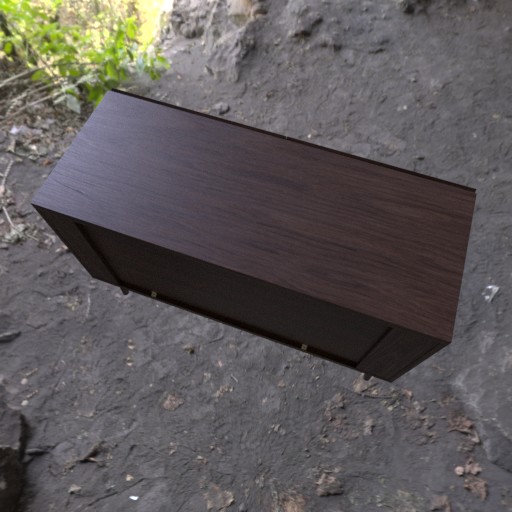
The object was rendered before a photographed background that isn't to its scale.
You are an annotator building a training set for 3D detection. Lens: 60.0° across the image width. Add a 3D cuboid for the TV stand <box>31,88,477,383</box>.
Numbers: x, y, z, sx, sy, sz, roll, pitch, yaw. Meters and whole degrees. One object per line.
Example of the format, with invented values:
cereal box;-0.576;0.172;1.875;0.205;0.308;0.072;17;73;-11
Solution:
TV stand;0.000;0.000;1.354;0.990;0.660;0.405;18;65;9
